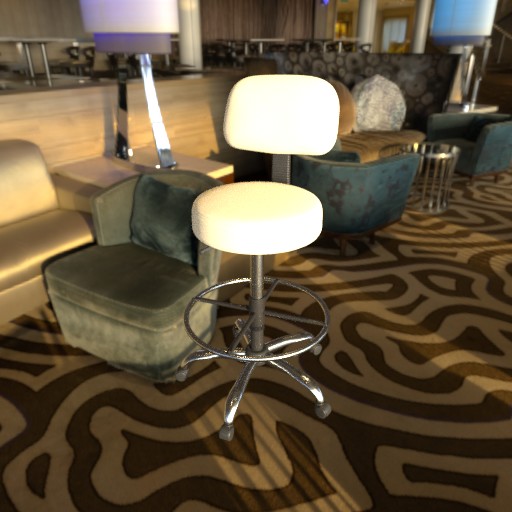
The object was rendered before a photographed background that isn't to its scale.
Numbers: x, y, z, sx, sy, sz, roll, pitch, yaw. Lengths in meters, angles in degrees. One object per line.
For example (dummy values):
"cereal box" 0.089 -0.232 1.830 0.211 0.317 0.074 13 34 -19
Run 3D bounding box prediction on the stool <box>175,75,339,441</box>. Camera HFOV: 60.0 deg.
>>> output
"stool" 0.000 0.000 1.471 0.609 1.080 0.616 9 27 18
